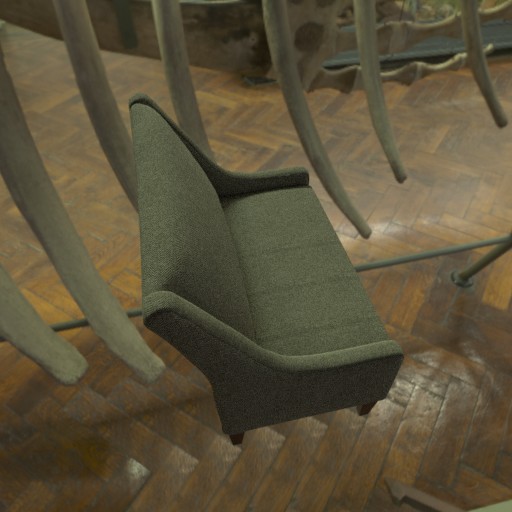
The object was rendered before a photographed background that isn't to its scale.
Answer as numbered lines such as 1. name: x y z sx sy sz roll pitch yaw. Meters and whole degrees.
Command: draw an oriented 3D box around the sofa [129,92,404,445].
1. sofa: 0.000 0.000 1.935 0.870 1.021 1.242 -9 47 -9
